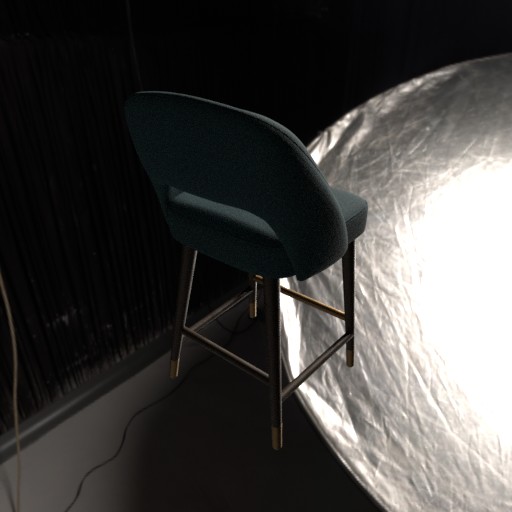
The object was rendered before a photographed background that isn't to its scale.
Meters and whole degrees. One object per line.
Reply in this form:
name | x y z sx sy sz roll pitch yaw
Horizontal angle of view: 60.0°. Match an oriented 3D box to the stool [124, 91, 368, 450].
stool | 0.000 0.000 1.261 0.536 0.939 0.522 22 36 33
